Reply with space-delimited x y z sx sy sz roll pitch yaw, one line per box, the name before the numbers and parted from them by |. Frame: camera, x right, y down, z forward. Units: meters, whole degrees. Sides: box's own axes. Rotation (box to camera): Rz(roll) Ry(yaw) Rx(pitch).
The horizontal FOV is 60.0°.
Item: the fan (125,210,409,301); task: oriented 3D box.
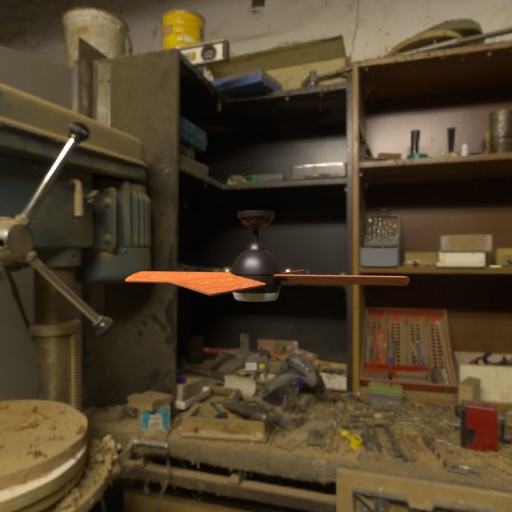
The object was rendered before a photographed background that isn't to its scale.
fan | 0.000 0.000 2.038 1.332 0.403 1.332 0 0 19
